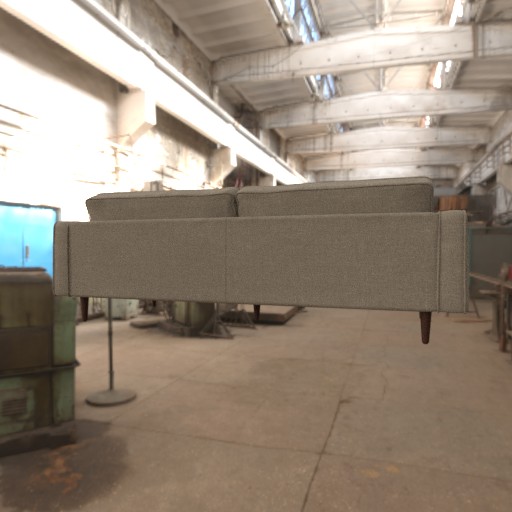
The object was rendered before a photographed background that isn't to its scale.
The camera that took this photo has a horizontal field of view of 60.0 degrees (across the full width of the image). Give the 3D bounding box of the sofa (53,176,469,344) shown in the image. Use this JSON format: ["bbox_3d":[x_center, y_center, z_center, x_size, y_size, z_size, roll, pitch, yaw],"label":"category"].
[{"bbox_3d":[0.000,0.000,2.618,2.211,0.762,0.914,0,1,19],"label":"sofa"}]
